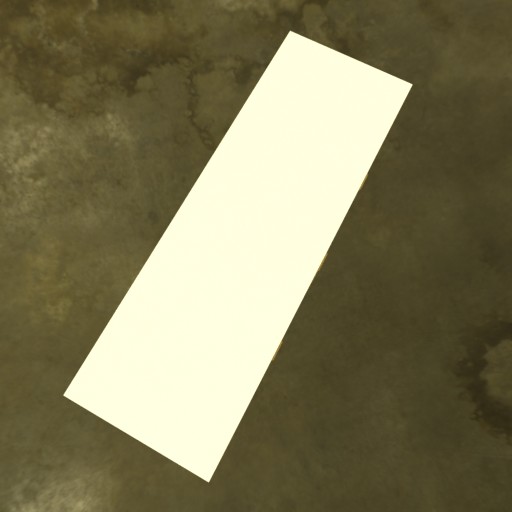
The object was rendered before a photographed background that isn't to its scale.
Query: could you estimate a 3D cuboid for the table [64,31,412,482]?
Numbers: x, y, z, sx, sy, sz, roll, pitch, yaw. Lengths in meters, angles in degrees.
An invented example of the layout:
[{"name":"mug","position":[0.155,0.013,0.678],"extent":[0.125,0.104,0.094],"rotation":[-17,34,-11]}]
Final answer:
[{"name":"table","position":[0.000,0.000,1.846],"extent":[0.508,0.769,1.500],"rotation":[27,76,7]}]
